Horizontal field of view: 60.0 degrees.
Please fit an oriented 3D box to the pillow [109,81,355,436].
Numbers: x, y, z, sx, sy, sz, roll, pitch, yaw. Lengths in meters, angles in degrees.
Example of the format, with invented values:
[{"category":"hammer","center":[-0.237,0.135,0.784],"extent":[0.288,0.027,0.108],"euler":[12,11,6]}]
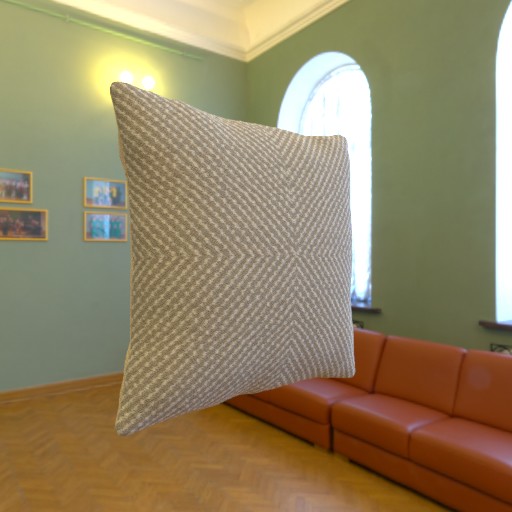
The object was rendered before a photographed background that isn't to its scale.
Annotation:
[{"category":"pillow","center":[0.000,0.000,0.703],"extent":[0.459,0.458,0.181],"euler":[0,0,-38]}]
